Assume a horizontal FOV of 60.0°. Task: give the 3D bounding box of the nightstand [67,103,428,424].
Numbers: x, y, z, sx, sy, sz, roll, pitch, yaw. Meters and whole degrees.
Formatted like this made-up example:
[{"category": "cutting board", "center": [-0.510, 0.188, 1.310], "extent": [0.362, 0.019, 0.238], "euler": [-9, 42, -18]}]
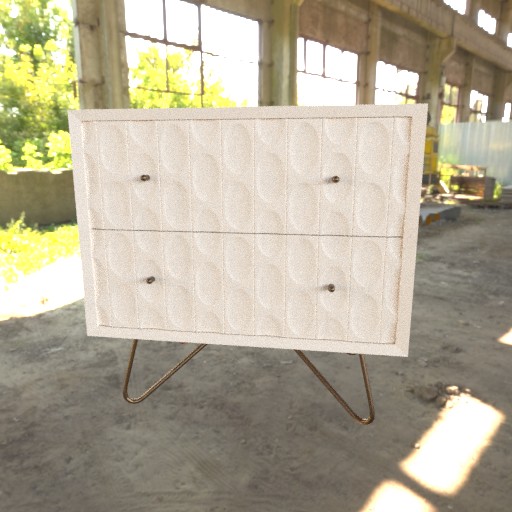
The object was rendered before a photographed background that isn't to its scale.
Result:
[{"category": "nightstand", "center": [0.000, 0.000, 1.011], "extent": [0.614, 0.604, 0.447], "euler": [2, 13, 9]}]
